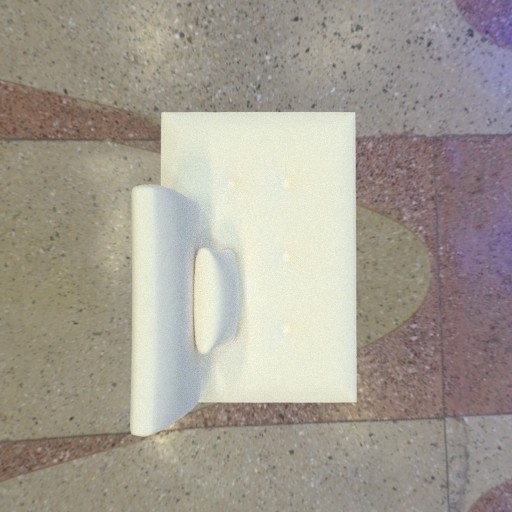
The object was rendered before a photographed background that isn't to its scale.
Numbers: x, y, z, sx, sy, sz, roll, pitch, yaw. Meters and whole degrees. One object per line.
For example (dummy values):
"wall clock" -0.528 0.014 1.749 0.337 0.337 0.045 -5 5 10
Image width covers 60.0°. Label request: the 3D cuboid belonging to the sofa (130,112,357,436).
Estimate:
"sofa" 0.000 0.000 2.116 1.000 0.820 1.450 0 89 0
